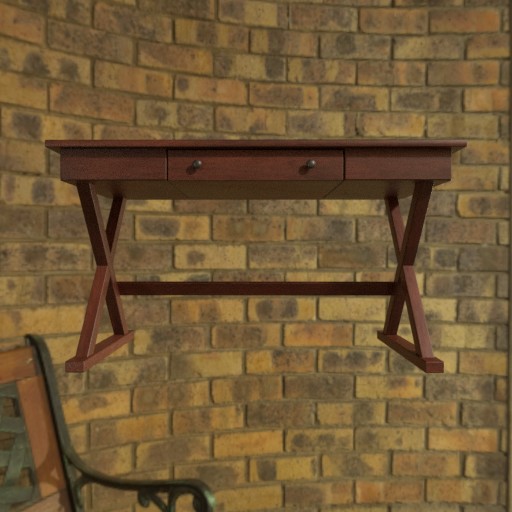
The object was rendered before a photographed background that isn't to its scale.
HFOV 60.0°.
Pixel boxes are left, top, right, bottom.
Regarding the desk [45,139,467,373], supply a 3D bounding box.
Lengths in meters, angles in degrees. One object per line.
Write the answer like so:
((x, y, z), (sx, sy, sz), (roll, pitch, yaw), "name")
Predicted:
((0.000, 0.000, 1.740), (1.372, 0.761, 0.600), (0, 0, 0), "desk")
